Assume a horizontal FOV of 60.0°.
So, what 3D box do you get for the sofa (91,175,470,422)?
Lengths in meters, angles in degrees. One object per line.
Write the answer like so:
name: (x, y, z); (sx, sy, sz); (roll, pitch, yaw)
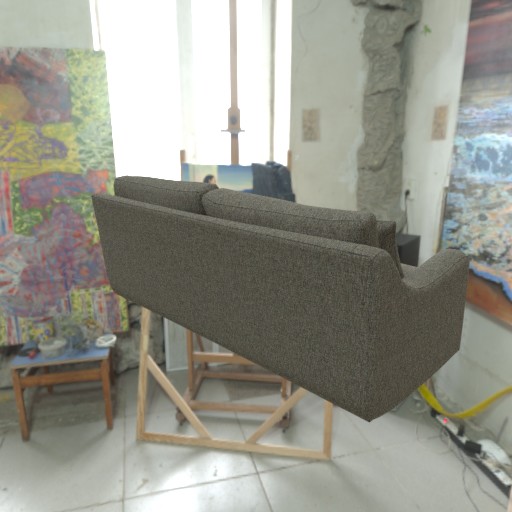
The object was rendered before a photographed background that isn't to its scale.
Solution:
sofa: (0.000, 0.000, 2.933); (1.103, 0.998, 2.418); (-15, 21, -43)
